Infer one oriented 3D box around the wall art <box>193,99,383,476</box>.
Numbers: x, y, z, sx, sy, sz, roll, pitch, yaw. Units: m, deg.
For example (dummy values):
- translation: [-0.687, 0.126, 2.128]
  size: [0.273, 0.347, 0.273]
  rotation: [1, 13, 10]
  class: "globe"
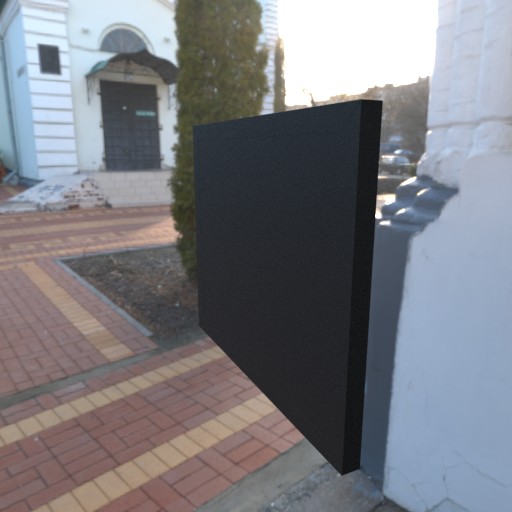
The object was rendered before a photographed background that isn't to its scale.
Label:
- translation: [0.000, 0.000, 0.764]
  size: [0.029, 0.457, 0.558]
  rotation: [-6, 15, -25]
  class: "wall art"
